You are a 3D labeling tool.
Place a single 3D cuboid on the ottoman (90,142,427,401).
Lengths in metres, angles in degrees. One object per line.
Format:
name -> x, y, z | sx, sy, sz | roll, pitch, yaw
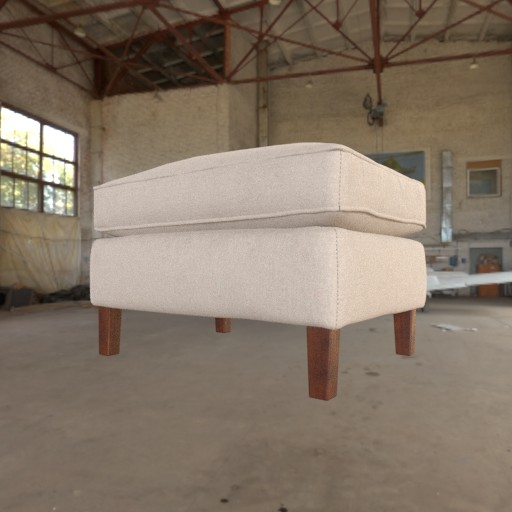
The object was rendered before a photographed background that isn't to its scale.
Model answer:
ottoman -> 0.000, 0.000, 1.035 | 0.665, 0.456, 0.501 | -1, -1, 36
